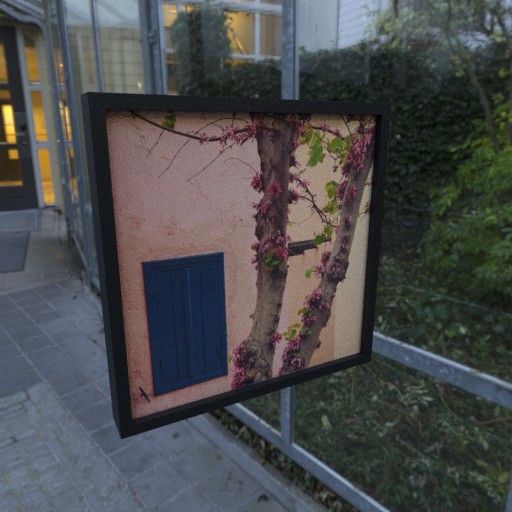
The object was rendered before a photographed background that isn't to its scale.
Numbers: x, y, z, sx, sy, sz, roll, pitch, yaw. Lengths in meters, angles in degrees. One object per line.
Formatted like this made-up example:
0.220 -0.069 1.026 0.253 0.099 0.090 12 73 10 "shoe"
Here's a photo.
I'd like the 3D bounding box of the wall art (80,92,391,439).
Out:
0.000 0.000 0.456 0.305 0.304 0.038 -8 18 -27 "wall art"
